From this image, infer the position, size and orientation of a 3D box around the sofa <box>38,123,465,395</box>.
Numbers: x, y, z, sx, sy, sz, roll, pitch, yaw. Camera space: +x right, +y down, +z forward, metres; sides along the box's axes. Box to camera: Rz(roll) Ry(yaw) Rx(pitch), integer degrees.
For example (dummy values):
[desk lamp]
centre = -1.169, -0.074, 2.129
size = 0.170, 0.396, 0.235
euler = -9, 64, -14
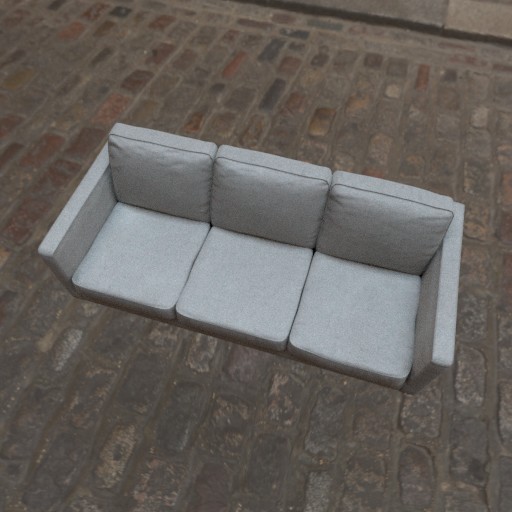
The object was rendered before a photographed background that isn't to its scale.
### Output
[sofa]
centre = 0.000, 0.000, 2.424
size = 1.983, 0.918, 0.944
euler = 14, 60, 9
